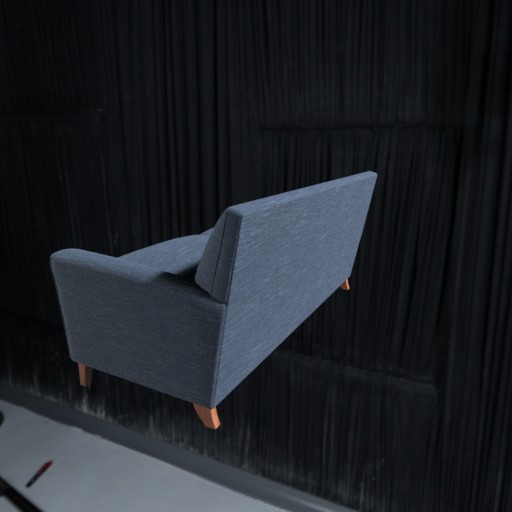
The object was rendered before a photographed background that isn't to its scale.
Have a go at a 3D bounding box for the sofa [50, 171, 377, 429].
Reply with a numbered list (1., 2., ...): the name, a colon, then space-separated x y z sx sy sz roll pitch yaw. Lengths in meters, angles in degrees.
1. sofa: 0.000 0.000 2.472 0.875 0.846 1.976 7 16 26
